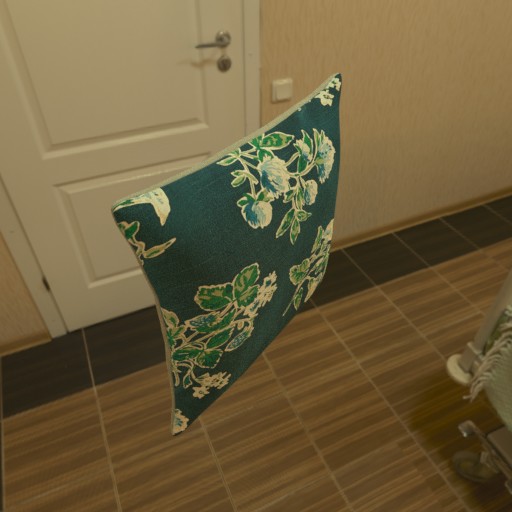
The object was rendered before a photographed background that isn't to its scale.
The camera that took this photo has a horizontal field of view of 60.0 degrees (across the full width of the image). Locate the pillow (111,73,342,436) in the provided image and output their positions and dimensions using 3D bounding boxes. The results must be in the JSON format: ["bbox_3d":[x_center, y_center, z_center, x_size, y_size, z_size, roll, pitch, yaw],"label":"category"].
[{"bbox_3d":[0.000,0.000,0.807,0.166,0.508,0.525,26,47,27],"label":"pillow"}]
